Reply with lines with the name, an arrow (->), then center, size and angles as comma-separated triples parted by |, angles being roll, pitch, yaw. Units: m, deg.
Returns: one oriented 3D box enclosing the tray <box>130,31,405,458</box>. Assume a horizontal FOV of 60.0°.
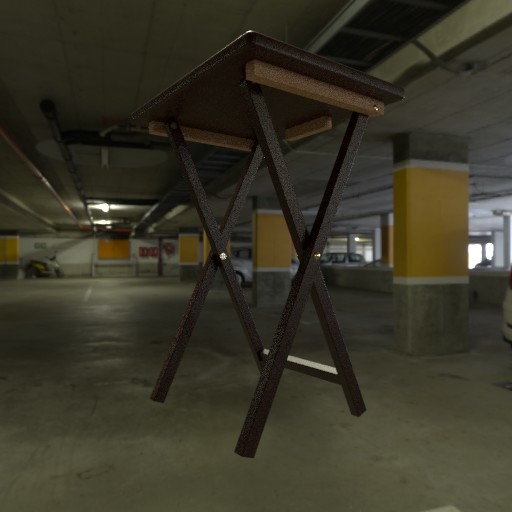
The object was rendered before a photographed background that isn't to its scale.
tray -> 0.000, 0.000, 0.951 | 0.381, 0.660, 0.483 | 0, 0, -37
